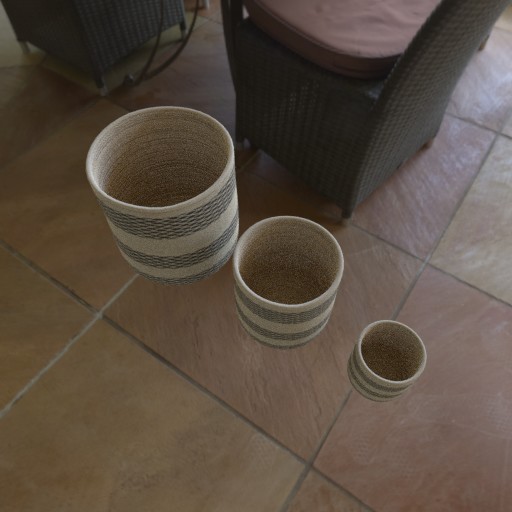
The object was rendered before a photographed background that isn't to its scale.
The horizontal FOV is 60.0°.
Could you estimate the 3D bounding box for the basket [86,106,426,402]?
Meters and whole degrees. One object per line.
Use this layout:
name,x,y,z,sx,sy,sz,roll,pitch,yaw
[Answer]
basket,0.000,0.000,1.090,0.917,0.356,0.351,33,63,20
